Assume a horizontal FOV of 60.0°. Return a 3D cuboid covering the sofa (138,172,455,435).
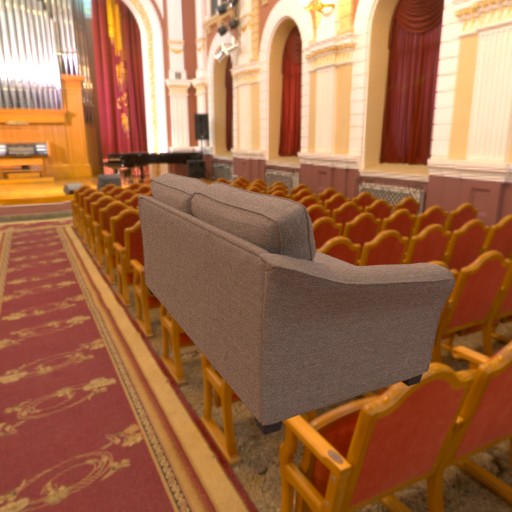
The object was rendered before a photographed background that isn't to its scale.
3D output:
[{"bbox_3d":[0.000,0.000,2.790,0.980,0.965,2.270,-7,16,-26],"label":"sofa"}]
